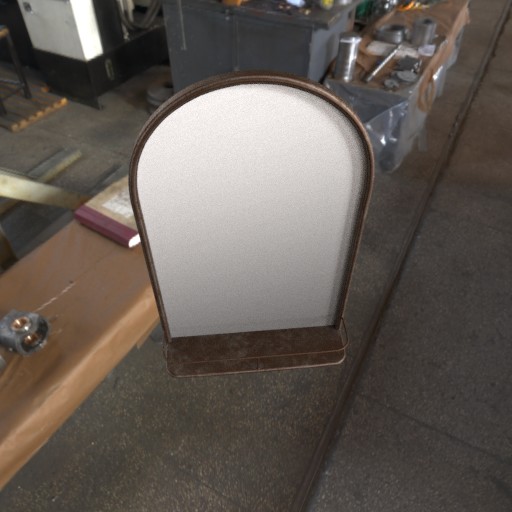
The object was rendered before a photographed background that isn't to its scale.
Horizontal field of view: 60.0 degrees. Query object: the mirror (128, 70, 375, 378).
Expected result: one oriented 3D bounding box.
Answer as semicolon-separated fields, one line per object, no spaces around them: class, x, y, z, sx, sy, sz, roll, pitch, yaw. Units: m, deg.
mirror;0.000;0.000;0.986;0.510;0.770;0.137;-4;45;-4
